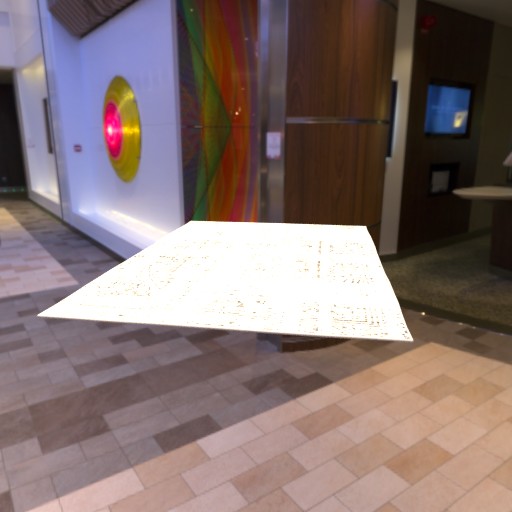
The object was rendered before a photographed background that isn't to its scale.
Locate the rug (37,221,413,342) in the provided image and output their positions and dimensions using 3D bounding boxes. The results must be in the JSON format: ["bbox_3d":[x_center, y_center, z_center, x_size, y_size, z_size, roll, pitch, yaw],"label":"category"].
[{"bbox_3d":[0.000,0.000,3.107,1.706,0.026,2.438,2,15,9],"label":"rug"}]
